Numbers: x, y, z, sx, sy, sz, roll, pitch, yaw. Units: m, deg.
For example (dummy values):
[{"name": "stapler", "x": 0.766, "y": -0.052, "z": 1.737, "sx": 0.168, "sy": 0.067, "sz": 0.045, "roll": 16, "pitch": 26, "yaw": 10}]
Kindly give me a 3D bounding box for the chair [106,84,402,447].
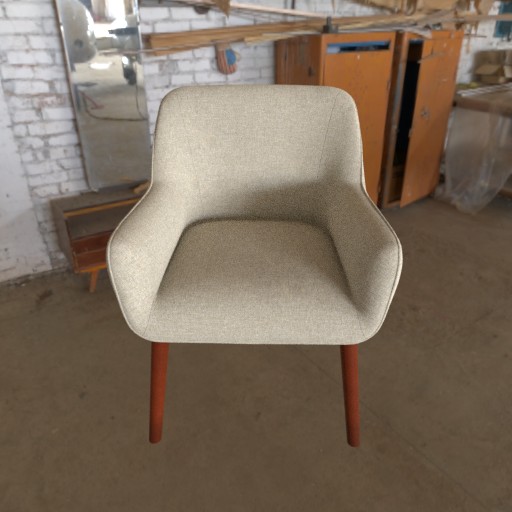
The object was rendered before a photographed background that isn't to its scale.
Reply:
[{"name": "chair", "x": 0.000, "y": 0.000, "z": 1.217, "sx": 0.610, "sy": 0.813, "sz": 0.610, "roll": 1, "pitch": 29, "yaw": 1}]
